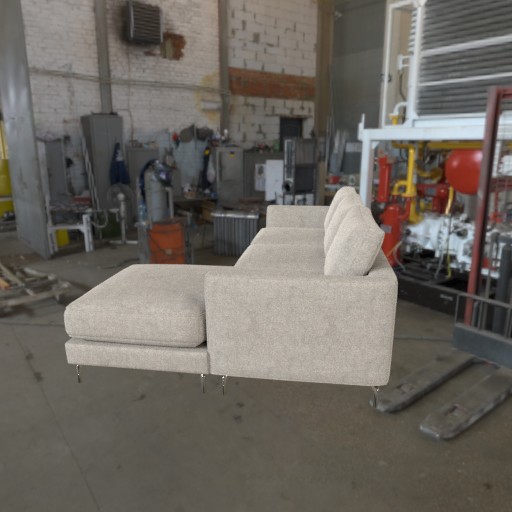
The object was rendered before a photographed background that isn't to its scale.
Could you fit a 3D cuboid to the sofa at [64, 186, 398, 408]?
[{"bbox_3d":[0.000,0.000,3.214,1.626,0.864,2.438,2,14,8],"label":"sofa"}]
